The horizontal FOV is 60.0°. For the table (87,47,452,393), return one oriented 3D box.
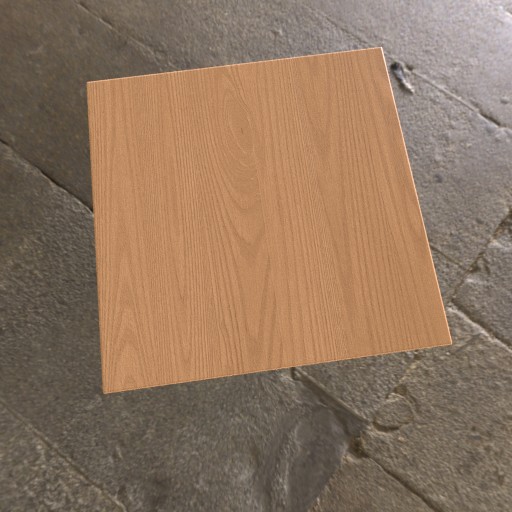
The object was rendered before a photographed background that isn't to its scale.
[{"bbox_3d":[0.000,0.000,0.815,0.400,0.550,0.400,-8,76,-2],"label":"table"}]
